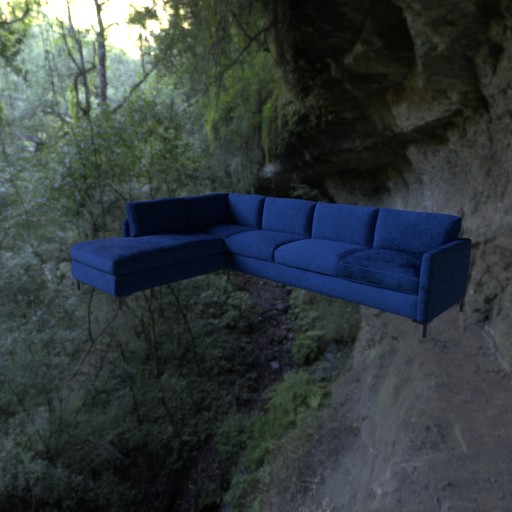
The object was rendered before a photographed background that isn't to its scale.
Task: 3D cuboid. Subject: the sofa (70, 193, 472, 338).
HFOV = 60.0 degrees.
[{"bbox_3d":[0.000,0.000,3.853,2.949,0.815,2.007,13,19,42],"label":"sofa"}]
